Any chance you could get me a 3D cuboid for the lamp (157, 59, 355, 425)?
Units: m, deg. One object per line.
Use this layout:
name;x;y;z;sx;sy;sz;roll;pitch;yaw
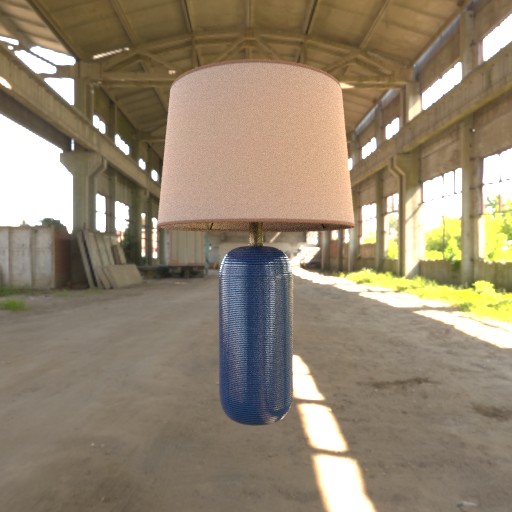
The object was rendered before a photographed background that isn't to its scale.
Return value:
lamp;0.000;0.000;0.844;0.367;0.609;0.367;0;1;0
